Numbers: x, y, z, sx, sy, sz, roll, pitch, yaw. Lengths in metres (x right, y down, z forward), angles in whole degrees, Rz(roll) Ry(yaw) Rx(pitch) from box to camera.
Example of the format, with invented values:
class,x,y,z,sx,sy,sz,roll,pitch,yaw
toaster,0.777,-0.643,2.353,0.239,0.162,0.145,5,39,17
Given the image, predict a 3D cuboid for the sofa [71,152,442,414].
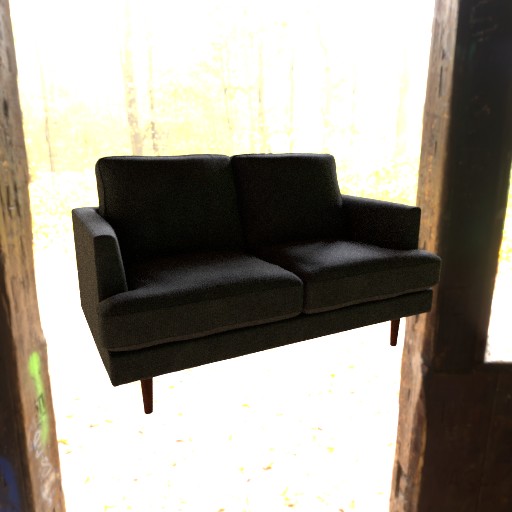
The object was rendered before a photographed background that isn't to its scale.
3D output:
class,x,y,z,sx,sy,sz,roll,pitch,yaw
sofa,0.000,0.000,2.141,1.582,0.956,0.903,-7,16,-27
